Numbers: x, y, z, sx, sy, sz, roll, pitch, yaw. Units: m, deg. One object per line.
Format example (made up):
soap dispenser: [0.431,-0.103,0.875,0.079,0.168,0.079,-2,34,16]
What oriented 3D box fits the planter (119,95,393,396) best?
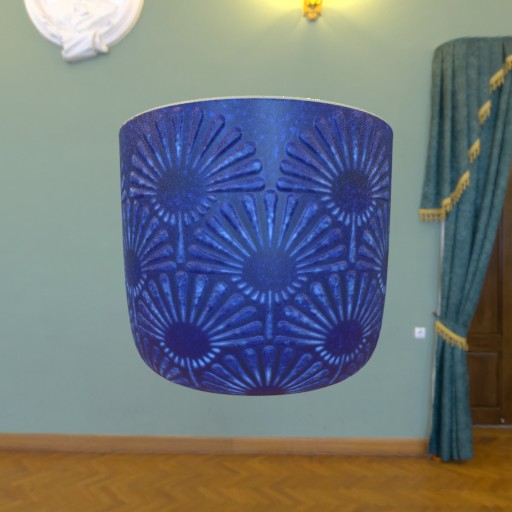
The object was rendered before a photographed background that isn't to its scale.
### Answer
planter: [0.000,0.000,0.210,0.124,0.109,0.124,0,1,0]
